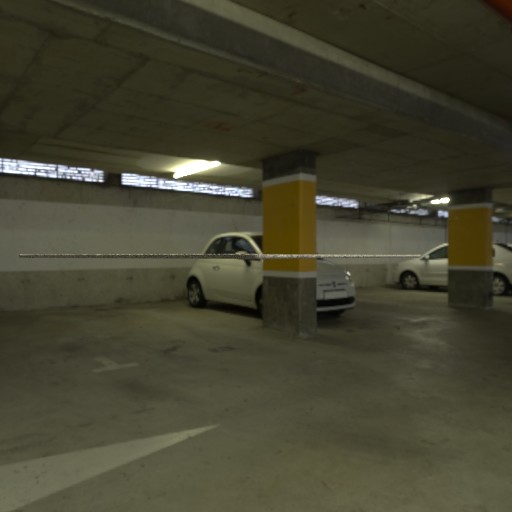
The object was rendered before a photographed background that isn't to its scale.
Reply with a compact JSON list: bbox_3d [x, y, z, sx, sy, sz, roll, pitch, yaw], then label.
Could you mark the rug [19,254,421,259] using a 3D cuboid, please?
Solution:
[{"bbox_3d":[0.000,0.000,2.308,1.224,0.016,1.832,0,0,34],"label":"rug"}]
